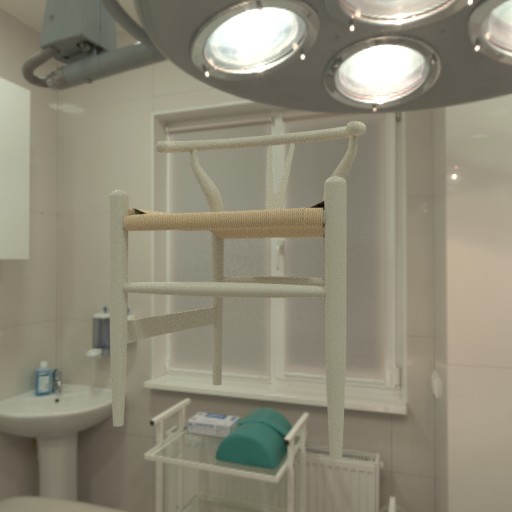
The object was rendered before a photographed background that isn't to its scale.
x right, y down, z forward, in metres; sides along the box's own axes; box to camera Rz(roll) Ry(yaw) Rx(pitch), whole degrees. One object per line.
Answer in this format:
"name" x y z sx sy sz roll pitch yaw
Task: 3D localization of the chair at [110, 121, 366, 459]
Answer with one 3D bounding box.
"chair" 0.000 0.000 1.104 0.533 0.736 0.500 0 -1 19
